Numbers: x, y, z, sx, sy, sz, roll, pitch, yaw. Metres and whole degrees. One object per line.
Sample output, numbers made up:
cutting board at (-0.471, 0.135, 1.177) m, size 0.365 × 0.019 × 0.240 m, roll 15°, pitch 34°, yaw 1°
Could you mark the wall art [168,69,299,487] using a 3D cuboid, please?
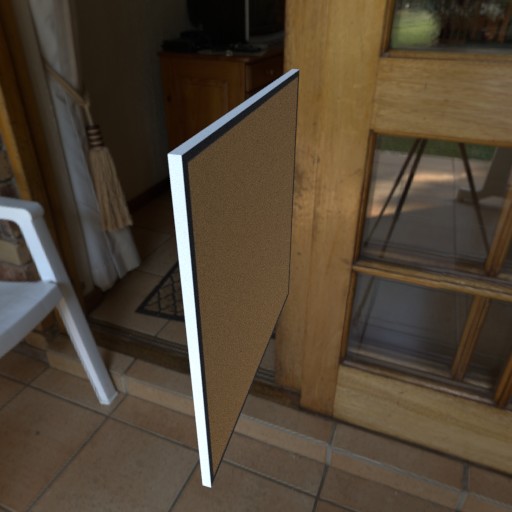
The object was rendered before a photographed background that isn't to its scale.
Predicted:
wall art at (0.000, 0.000, 1.167) m, size 0.022 × 0.803 × 0.805 m, roll 9°, pitch 32°, yaw 14°
